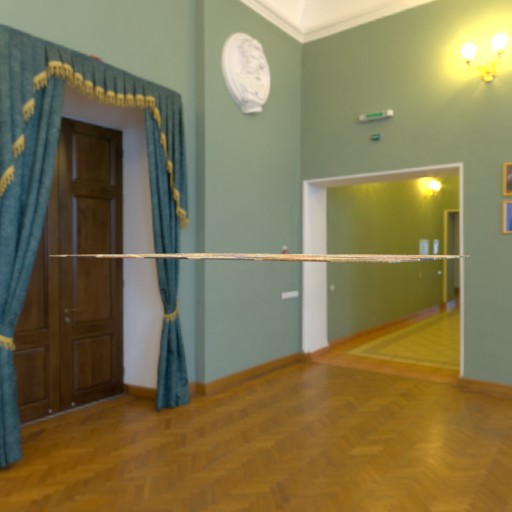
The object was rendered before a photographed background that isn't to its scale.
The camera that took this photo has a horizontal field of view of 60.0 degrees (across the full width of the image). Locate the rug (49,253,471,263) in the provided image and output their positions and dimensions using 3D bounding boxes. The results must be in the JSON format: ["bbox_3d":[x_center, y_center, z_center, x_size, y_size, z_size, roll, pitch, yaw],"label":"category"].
[{"bbox_3d":[0.000,0.000,2.303,1.828,0.006,1.216,1,1,36],"label":"rug"}]
